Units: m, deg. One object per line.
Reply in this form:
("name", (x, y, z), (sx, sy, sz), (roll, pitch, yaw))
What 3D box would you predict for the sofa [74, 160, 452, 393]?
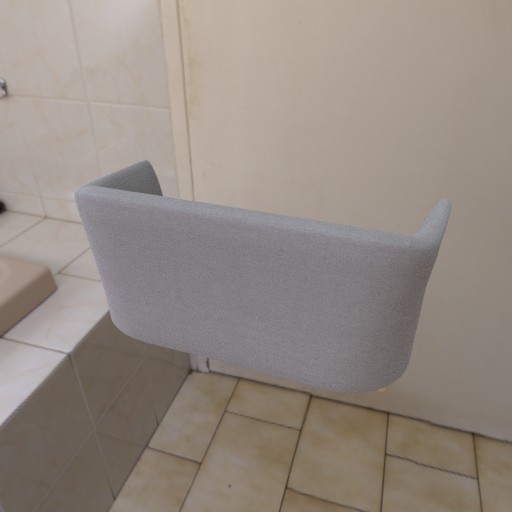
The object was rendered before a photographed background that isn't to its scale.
("sofa", (0.000, 0.000, 1.853), (1.452, 0.721, 0.705), (11, 33, 17))
